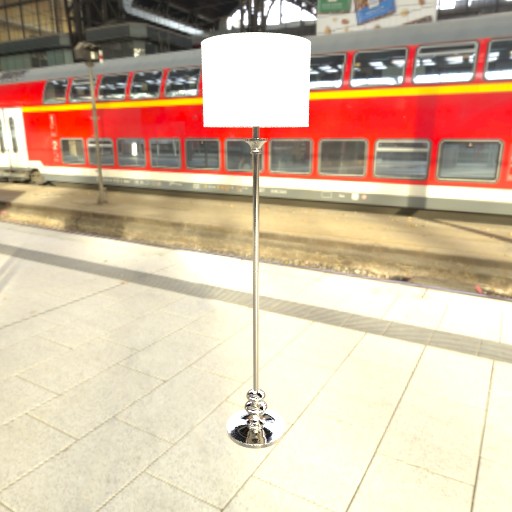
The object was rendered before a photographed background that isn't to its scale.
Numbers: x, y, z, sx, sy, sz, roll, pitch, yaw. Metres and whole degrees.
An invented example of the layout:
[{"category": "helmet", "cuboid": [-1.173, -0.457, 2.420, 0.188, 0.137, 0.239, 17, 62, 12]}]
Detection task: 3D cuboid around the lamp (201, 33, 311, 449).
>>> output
[{"category": "lamp", "cuboid": [0.000, 0.000, 1.640, 0.356, 1.487, 0.356, 8, 17, 27]}]
